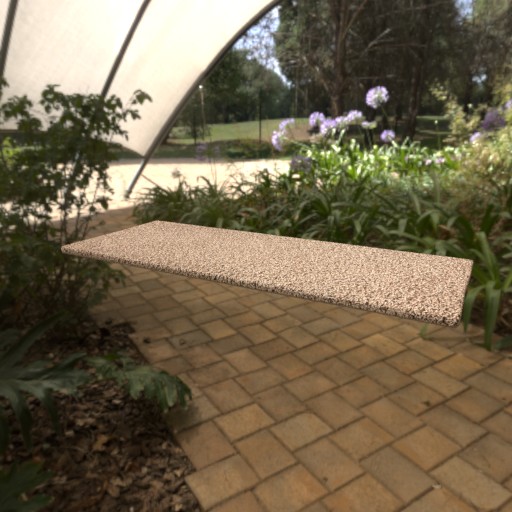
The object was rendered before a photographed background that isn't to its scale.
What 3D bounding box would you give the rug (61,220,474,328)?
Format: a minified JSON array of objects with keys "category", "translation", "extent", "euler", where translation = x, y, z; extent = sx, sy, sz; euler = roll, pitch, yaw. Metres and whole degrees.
[{"category":"rug","translation":[0.000,0.000,1.750],"extent":[1.524,0.030,0.609],"euler":[9,18,27]}]
